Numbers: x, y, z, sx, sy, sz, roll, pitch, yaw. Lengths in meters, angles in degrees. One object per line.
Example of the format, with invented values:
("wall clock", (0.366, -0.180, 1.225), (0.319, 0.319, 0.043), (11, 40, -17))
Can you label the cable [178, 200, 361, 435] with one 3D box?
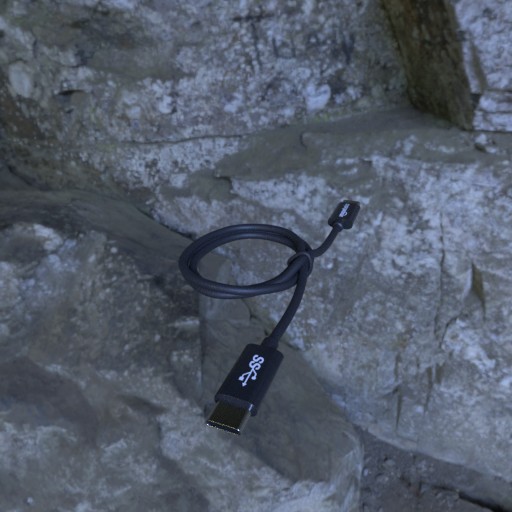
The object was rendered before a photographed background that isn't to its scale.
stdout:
("cable", (0.000, 0.000, 0.210), (0.070, 0.014, 0.186), (11, 30, 19))
